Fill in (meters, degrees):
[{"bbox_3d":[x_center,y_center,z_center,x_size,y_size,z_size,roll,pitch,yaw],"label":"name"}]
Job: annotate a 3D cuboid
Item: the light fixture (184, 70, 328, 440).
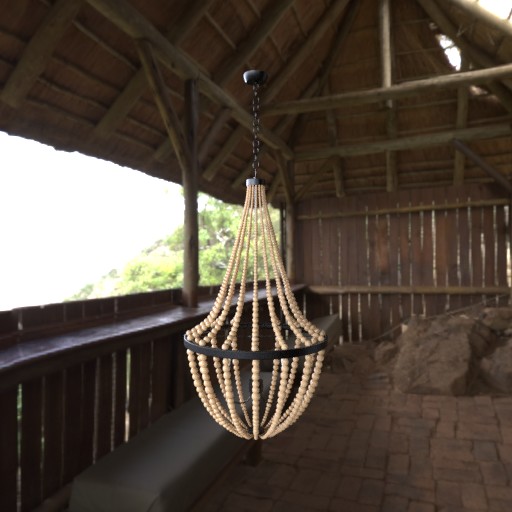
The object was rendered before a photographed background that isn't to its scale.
[{"bbox_3d":[0.000,0.000,1.400,0.450,1.133,0.450,0,1,0],"label":"light fixture"}]
